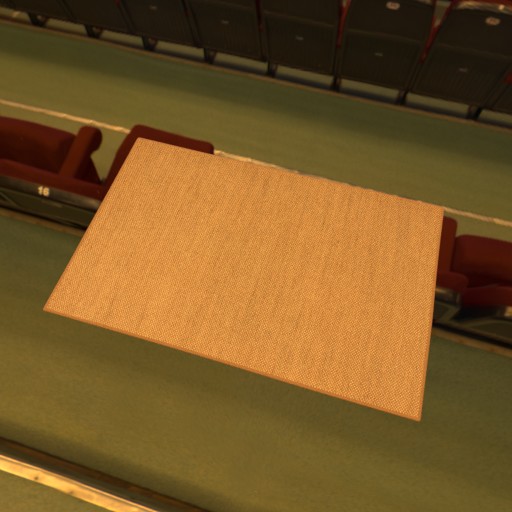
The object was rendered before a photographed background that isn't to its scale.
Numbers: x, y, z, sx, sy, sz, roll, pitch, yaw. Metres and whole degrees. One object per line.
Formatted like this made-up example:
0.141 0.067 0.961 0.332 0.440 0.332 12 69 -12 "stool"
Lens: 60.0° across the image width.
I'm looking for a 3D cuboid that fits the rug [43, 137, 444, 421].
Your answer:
0.000 0.000 2.099 1.668 0.012 1.061 15 63 8 "rug"
